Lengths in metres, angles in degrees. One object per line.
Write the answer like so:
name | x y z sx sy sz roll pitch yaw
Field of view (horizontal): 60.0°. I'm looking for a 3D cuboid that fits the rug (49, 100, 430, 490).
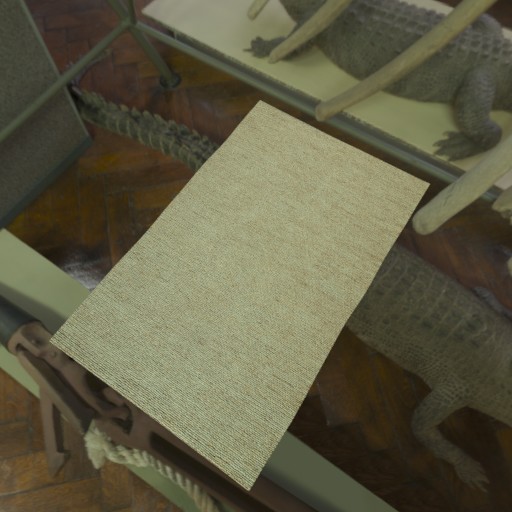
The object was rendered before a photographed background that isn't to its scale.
rug | 0.000 0.000 3.062 1.533 0.011 2.439 31 68 14
